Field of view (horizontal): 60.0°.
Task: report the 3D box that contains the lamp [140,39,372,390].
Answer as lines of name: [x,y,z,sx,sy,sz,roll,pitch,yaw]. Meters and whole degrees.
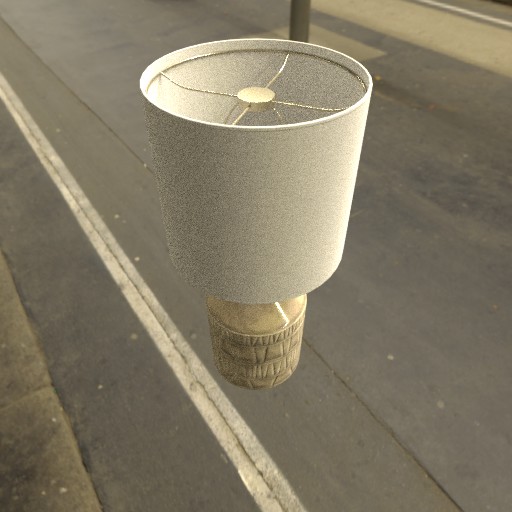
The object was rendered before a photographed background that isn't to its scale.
lamp: [0.000,0.000,0.563,0.211,0.455,0.211,25,48,24]
